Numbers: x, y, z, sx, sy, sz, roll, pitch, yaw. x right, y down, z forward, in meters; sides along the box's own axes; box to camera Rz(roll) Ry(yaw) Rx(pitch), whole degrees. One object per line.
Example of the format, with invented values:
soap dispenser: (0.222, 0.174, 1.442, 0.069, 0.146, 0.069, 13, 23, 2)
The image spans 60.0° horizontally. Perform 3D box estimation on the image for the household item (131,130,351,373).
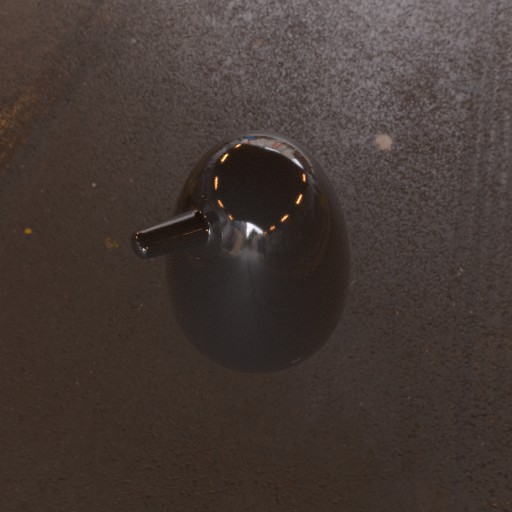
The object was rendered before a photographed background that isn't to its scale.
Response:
household item: (0.000, 0.000, 0.223, 0.104, 0.152, 0.102, -32, 67, -15)
